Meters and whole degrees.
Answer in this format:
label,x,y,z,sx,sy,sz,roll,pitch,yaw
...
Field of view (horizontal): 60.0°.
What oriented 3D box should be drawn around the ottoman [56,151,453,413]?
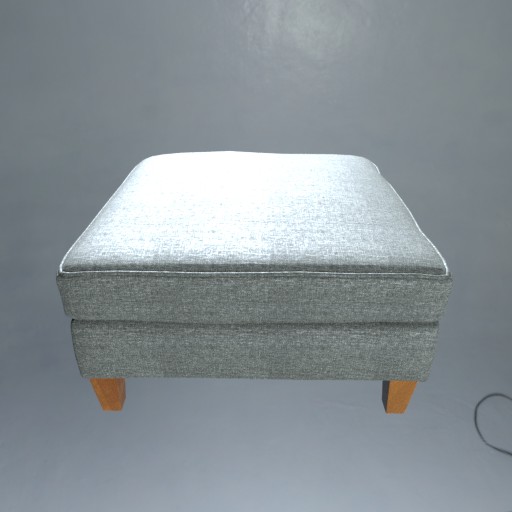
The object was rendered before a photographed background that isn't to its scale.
label,x,y,z,sx,sy,sz,roll,pitch,yaw
ottoman,0.000,0.000,1.342,0.838,0.481,0.838,0,29,1
